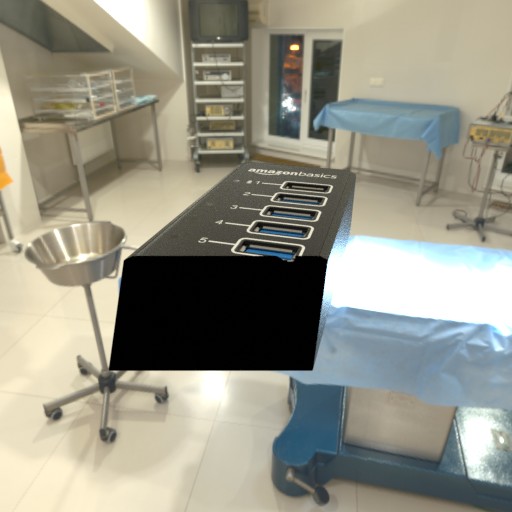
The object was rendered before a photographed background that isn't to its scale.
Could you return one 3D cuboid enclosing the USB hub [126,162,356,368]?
[{"bbox_3d":[0.000,0.000,0.125,0.044,0.023,0.110,8,28,15],"label":"USB hub"}]
